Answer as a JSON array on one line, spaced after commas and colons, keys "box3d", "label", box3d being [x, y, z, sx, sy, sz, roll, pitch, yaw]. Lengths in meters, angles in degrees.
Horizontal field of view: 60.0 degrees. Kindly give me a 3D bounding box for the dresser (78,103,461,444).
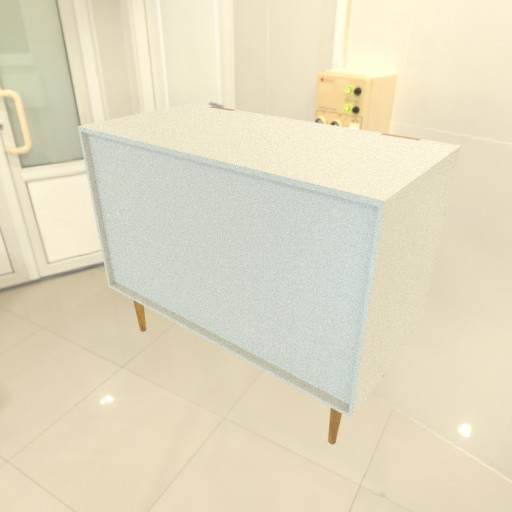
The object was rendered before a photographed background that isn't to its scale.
[{"box3d": [0.000, 0.000, 1.328, 0.905, 0.721, 0.457, 21, 35, 32], "label": "dresser"}]
